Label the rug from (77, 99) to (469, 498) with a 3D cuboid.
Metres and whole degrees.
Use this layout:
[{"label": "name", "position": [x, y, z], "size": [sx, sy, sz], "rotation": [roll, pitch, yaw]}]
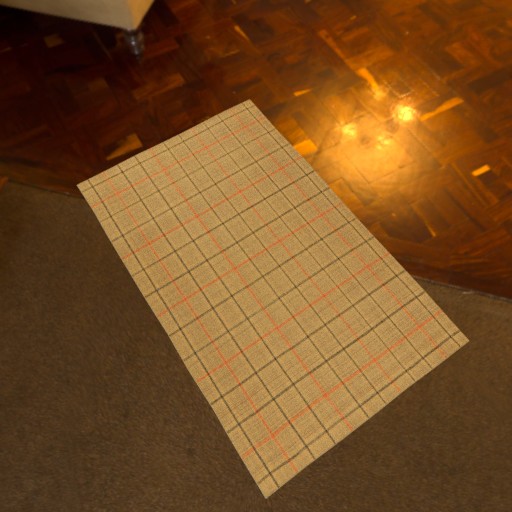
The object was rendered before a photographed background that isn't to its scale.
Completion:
[{"label": "rug", "position": [0.000, 0.000, 2.990], "size": [1.524, 0.015, 2.439], "rotation": [-31, 68, -15]}]
